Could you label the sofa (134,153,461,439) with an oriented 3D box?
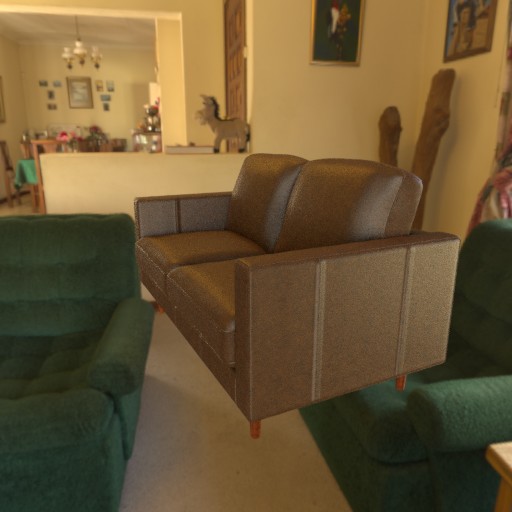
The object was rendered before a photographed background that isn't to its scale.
[{"bbox_3d":[0.000,0.000,2.170,0.909,0.951,1.578,-8,17,-26],"label":"sofa"}]
